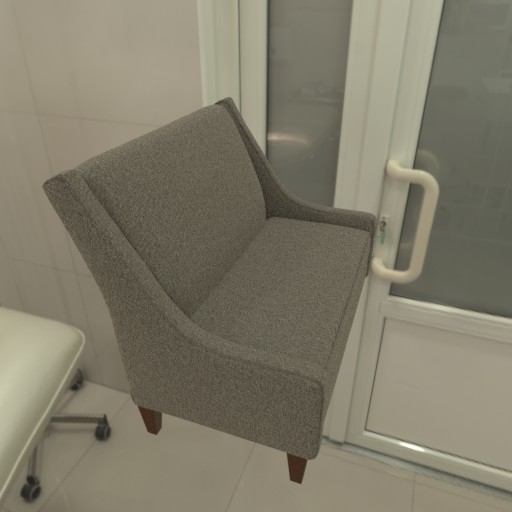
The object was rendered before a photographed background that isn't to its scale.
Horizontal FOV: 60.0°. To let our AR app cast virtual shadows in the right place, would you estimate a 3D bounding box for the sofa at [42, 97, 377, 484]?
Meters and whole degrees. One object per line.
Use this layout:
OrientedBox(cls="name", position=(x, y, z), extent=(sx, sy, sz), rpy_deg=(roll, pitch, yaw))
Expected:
OrientedBox(cls="sofa", position=(0.000, 0.000, 1.853), extent=(0.862, 1.026, 1.242), rpy_deg=(11, 32, 17))
